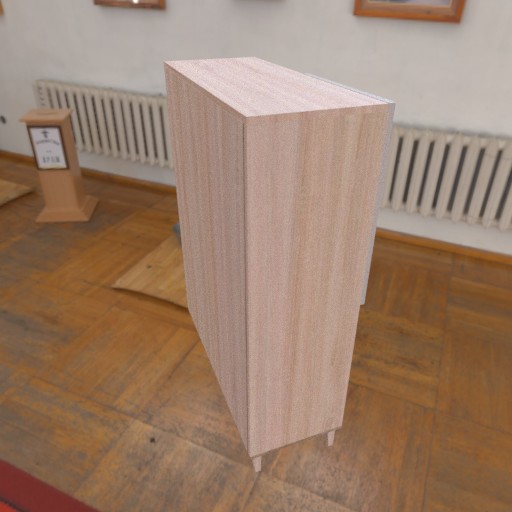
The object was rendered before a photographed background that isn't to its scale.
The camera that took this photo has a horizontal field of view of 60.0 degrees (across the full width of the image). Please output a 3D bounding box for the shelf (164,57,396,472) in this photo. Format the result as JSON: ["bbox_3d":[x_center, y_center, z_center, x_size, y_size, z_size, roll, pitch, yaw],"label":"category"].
[{"bbox_3d":[0.000,0.000,1.852,0.434,1.405,0.995,-11,33,-18],"label":"shelf"}]
